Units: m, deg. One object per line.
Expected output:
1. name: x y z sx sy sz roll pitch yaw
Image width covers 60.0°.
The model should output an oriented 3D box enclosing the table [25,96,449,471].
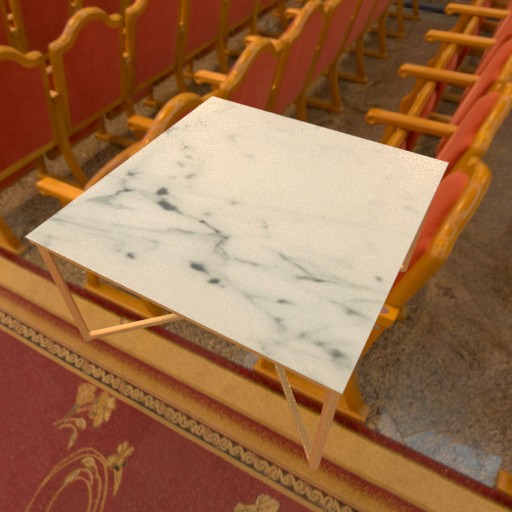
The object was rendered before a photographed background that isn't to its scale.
1. table: 0.000 0.000 1.312 0.800 0.450 0.800 22 50 20
